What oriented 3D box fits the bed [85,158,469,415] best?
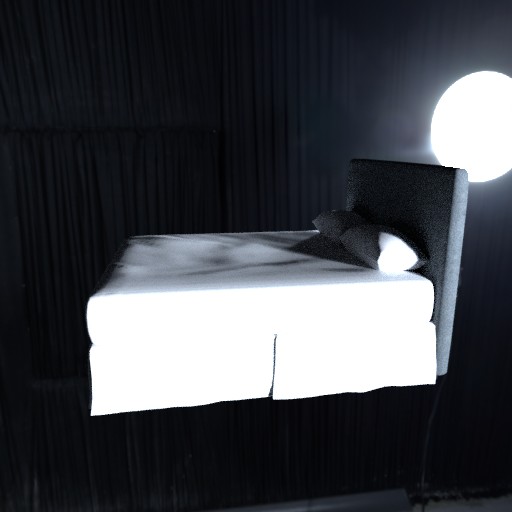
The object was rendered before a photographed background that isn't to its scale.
[{"bbox_3d":[0.000,0.000,3.197,2.142,1.330,1.713,-2,14,-8],"label":"bed"}]
